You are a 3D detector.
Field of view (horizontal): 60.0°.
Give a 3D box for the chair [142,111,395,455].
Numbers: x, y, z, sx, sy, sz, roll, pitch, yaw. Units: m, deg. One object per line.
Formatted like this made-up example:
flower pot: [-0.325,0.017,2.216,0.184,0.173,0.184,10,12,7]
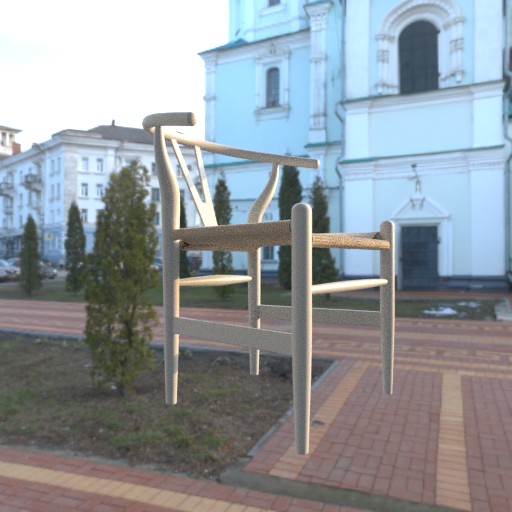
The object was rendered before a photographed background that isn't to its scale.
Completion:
chair: [0.000,0.000,1.161,0.579,0.730,0.569,0,-1,36]
